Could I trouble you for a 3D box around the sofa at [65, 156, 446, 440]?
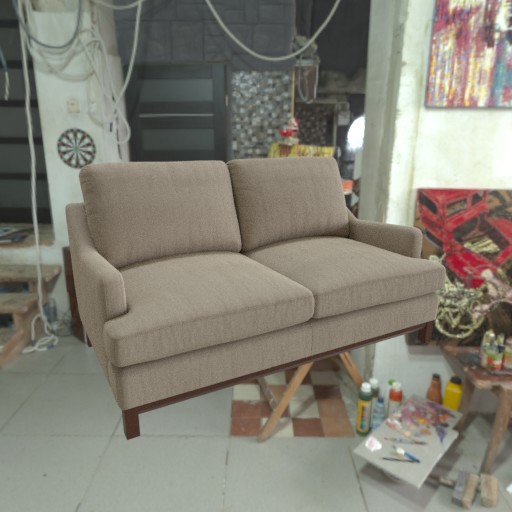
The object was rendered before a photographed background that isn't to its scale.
[{"bbox_3d":[0.000,0.000,2.190,1.619,0.910,1.004,-9,18,-28],"label":"sofa"}]
